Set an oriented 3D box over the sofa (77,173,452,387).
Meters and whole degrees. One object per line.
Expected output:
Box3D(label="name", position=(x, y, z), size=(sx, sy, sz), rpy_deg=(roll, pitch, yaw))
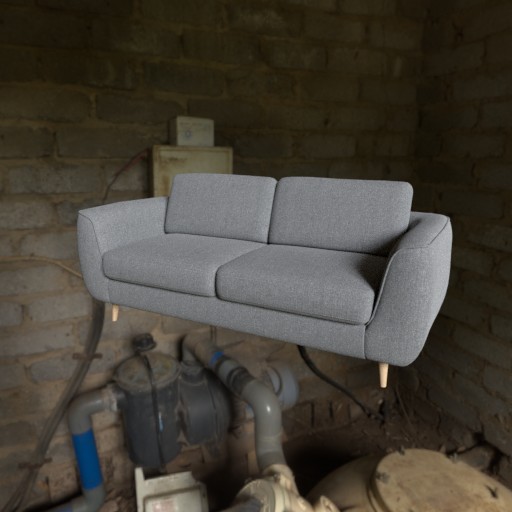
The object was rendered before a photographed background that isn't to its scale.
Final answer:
Box3D(label="sofa", position=(0.000, 0.000, 2.519), size=(2.000, 0.870, 0.920), rpy_deg=(7, 16, 27))
